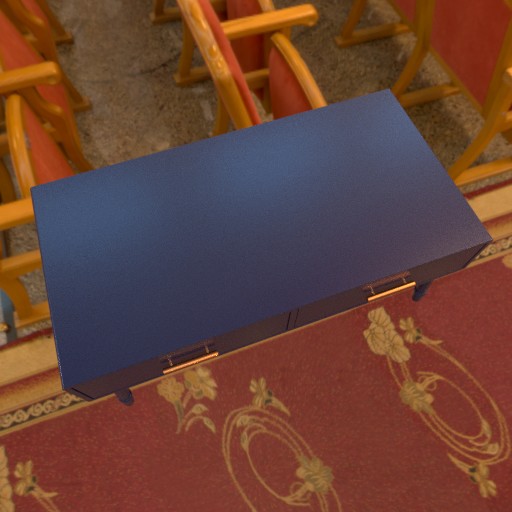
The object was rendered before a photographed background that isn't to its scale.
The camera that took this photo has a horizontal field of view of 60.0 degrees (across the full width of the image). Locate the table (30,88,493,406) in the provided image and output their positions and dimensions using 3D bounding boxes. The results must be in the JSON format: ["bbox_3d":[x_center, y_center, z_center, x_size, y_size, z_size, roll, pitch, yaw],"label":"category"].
[{"bbox_3d":[0.000,0.000,1.333,1.067,0.457,0.572,-18,65,-9],"label":"table"}]
